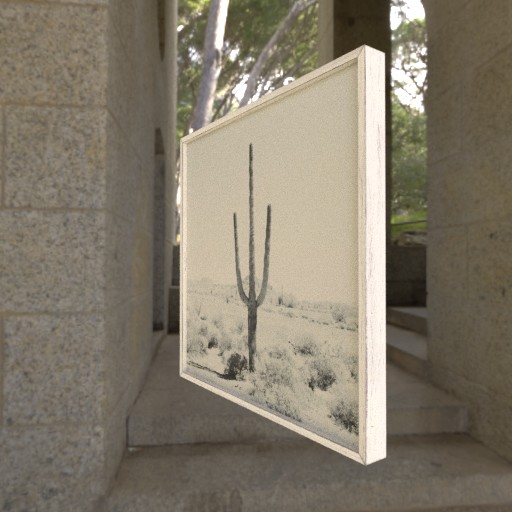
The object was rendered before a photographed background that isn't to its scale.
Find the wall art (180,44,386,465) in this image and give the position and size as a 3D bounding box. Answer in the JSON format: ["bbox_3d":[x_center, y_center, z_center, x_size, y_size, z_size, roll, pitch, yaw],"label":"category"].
[{"bbox_3d":[0.000,0.000,0.752,0.038,0.508,0.508,0,-1,-35],"label":"wall art"}]
